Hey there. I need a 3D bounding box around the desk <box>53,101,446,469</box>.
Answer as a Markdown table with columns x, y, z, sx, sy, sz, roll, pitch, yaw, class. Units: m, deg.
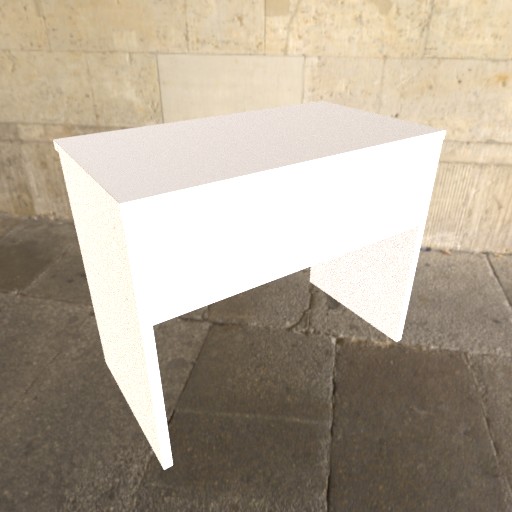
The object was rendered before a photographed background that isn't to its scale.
| x | y | z | sx | sy | sz | roll | pitch | yaw | class |
| --- | --- | --- | --- | --- | --- | --- | --- | --- | --- |
| 0.000 | 0.000 | 1.338 | 0.900 | 0.729 | 0.498 | -19 | 35 | -29 | desk |
